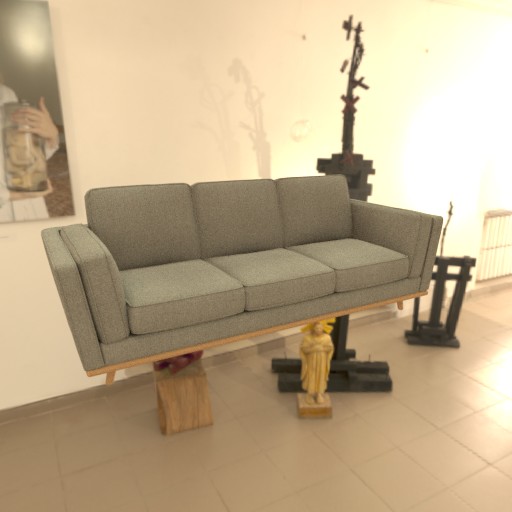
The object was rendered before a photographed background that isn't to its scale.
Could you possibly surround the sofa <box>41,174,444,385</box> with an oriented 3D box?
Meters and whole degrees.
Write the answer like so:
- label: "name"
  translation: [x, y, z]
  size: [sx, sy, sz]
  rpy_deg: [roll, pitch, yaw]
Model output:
- label: "sofa"
  translation: [0.000, 0.000, 2.784]
  size: [2.362, 0.899, 0.903]
  rpy_deg: [-8, 18, -28]
